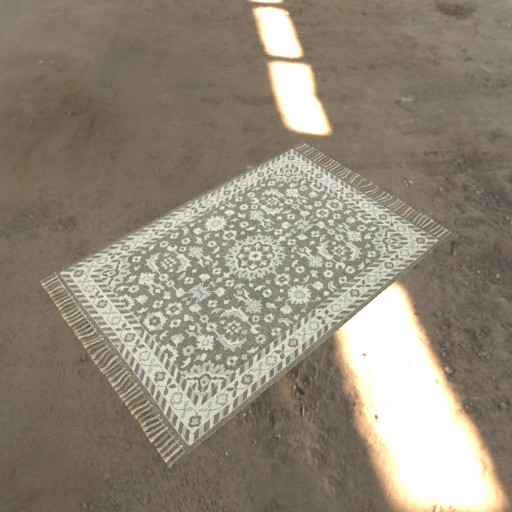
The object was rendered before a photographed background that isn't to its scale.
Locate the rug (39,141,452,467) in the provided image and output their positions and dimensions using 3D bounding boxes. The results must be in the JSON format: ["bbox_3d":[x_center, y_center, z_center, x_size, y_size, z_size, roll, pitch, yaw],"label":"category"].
[{"bbox_3d":[0.000,0.000,3.029,2.431,0.025,1.530,-33,56,-26],"label":"rug"}]
